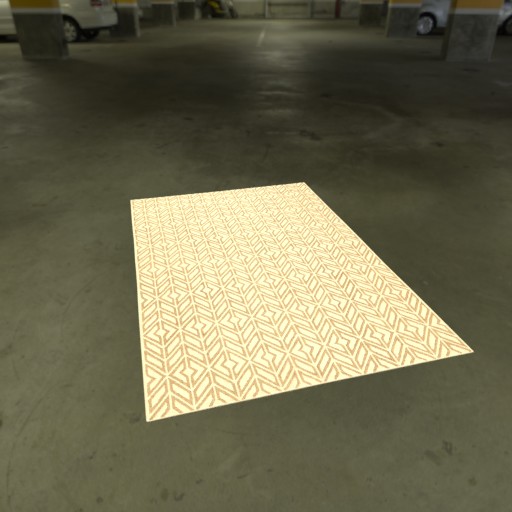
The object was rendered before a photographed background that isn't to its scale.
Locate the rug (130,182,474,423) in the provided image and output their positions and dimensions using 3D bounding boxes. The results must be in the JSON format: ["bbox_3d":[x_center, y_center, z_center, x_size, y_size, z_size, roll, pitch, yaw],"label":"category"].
[{"bbox_3d":[0.000,0.000,2.305,1.220,0.007,1.828,-8,31,-13],"label":"rug"}]
